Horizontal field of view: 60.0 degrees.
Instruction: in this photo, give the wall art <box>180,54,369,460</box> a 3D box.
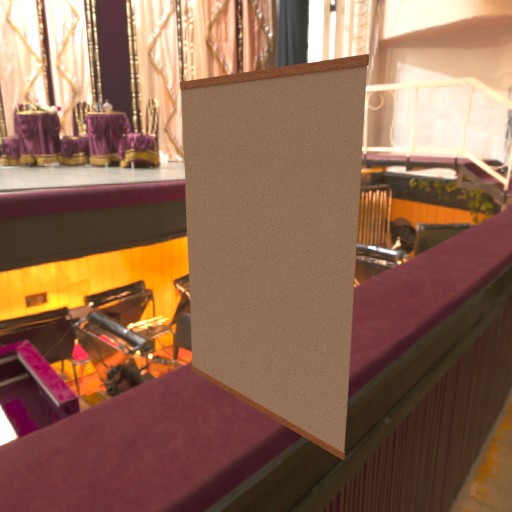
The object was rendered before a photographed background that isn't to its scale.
[{"bbox_3d":[0.000,0.000,1.959,0.019,1.527,1.019,-14,20,-43],"label":"wall art"}]
